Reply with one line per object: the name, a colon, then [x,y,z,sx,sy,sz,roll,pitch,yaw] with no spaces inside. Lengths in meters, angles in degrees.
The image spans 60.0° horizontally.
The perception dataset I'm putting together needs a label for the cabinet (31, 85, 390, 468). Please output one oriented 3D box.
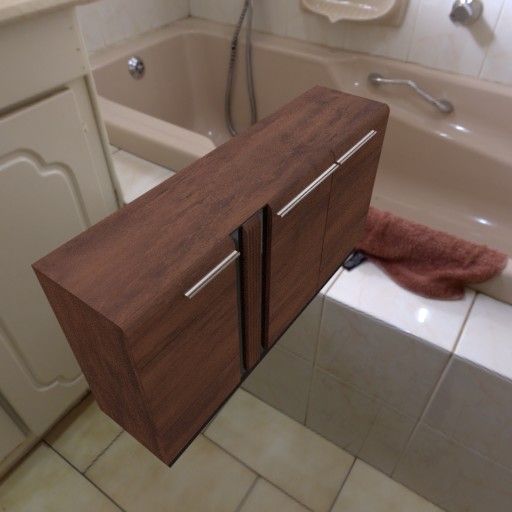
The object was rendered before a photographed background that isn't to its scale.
cabinet: [0.000,0.000,1.952,0.420,0.900,1.600,26,49,26]
